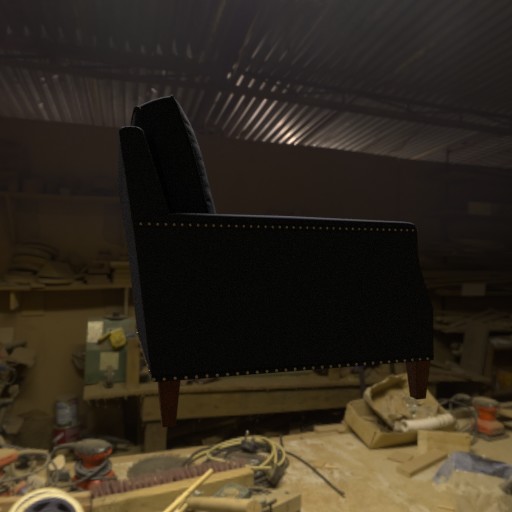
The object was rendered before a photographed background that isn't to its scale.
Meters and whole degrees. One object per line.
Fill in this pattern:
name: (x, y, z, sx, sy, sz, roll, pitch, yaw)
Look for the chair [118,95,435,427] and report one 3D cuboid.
chair: (0.000, 0.000, 1.702, 1.014, 0.943, 0.853, 0, -1, -18)
